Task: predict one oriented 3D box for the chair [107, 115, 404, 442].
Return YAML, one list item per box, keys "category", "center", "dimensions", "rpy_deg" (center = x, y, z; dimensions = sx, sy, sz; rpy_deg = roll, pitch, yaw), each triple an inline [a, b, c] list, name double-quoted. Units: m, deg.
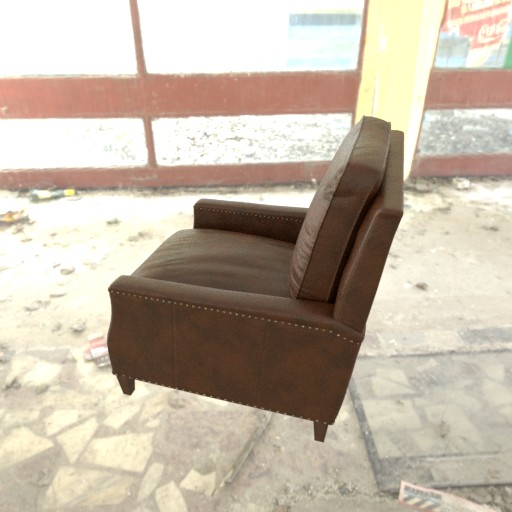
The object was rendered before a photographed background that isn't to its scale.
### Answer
- category: "chair"
  center: [0.000, 0.000, 1.826]
  dimensions: [1.035, 1.054, 0.854]
  rpy_deg: [8, 31, 14]
